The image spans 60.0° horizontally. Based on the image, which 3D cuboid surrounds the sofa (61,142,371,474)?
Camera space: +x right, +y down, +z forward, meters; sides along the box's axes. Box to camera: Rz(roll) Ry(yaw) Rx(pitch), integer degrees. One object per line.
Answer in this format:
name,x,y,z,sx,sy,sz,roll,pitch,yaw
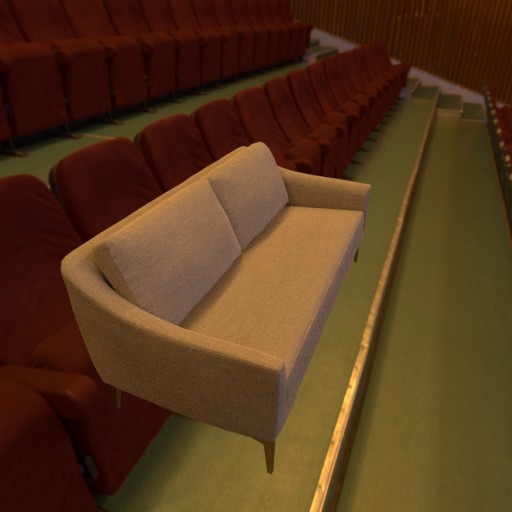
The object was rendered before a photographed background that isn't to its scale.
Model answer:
sofa,0.000,0.000,2.560,0.980,0.913,2.036,11,31,19
